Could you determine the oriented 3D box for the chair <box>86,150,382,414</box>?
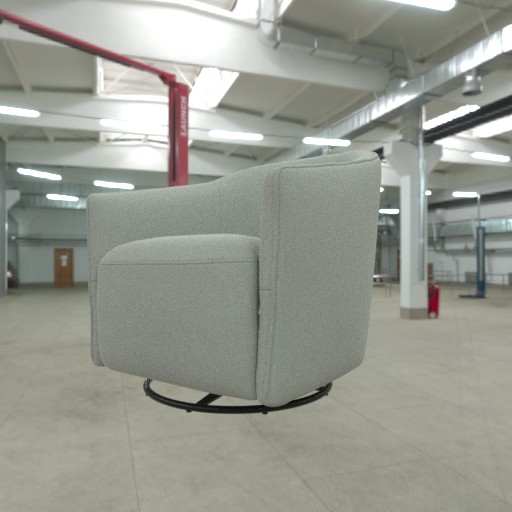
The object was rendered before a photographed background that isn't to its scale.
[{"bbox_3d":[0.000,0.000,1.458,0.747,0.799,0.875,0,-1,36],"label":"chair"}]
